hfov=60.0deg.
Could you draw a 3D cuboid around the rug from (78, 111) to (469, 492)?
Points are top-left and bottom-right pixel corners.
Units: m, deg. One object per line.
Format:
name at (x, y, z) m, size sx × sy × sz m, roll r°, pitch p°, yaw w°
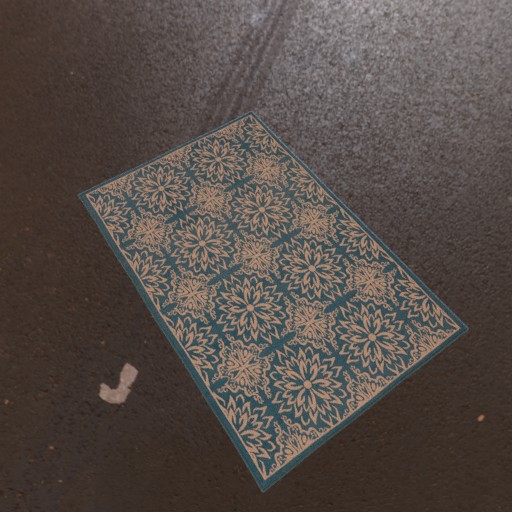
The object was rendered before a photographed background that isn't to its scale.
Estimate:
rug at (0.000, 0.000, 2.326) m, size 1.211 × 0.012 × 1.833 m, roll -31°, pitch 64°, yaw -17°
